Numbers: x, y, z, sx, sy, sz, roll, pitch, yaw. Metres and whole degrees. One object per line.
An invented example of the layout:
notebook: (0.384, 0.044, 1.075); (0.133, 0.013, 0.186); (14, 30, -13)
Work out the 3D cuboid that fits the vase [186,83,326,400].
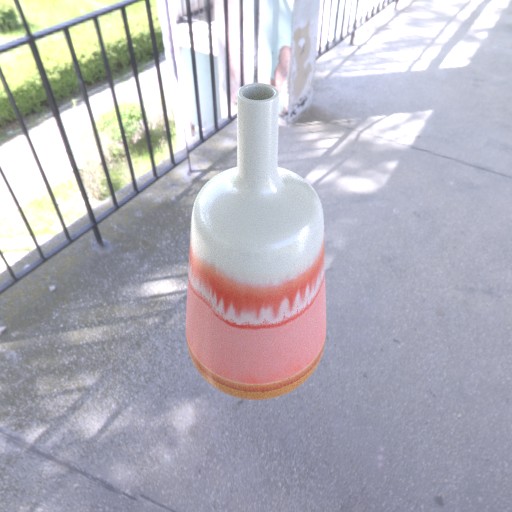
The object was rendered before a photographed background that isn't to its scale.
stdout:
vase: (0.000, 0.000, 0.382); (0.144, 0.296, 0.144); (0, 46, 0)
